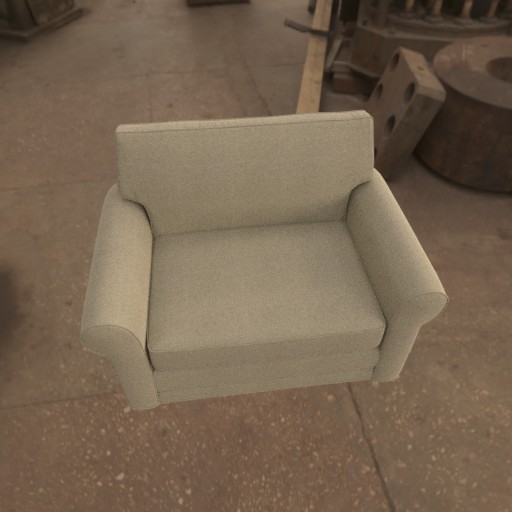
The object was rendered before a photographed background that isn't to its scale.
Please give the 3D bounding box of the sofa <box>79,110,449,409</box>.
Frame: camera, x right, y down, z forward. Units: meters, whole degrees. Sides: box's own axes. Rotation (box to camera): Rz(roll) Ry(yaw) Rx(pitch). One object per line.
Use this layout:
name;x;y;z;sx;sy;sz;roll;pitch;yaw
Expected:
sofa;0.000;0.000;2.044;1.405;0.991;0.936;-5;46;-5
